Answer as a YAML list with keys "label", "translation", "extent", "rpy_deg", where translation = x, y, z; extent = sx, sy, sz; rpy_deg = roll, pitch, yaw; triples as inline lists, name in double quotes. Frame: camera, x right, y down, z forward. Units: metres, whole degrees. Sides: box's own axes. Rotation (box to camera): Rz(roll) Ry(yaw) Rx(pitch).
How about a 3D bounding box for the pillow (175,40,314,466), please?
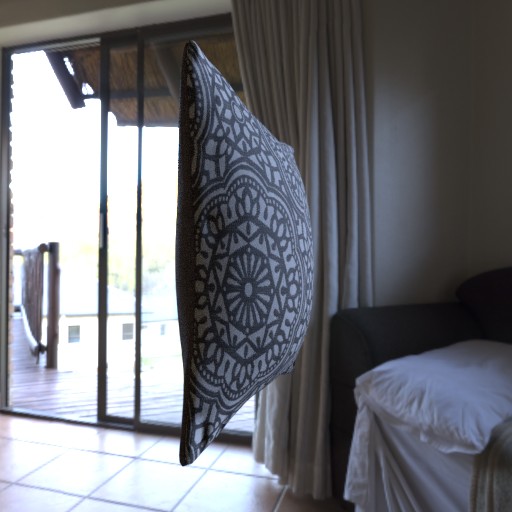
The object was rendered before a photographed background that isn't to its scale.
- label: "pillow"
  translation: [0.000, 0.000, 0.630]
  extent: [0.148, 0.417, 0.436]
  rpy_deg: [0, -2, 18]
